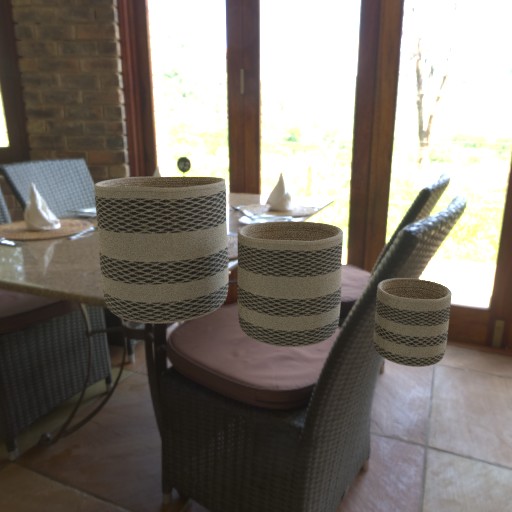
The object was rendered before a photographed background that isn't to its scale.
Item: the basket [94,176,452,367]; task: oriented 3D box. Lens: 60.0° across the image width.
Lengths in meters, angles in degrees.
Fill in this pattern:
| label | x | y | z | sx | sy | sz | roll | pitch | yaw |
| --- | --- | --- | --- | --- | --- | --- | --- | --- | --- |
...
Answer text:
| label | x | y | z | sx | sy | sz | roll | pitch | yaw |
| --- | --- | --- | --- | --- | --- | --- | --- | --- | --- |
| basket | 0.000 | 0.000 | 1.115 | 0.917 | 0.356 | 0.351 | 8 | 17 | 26 |
